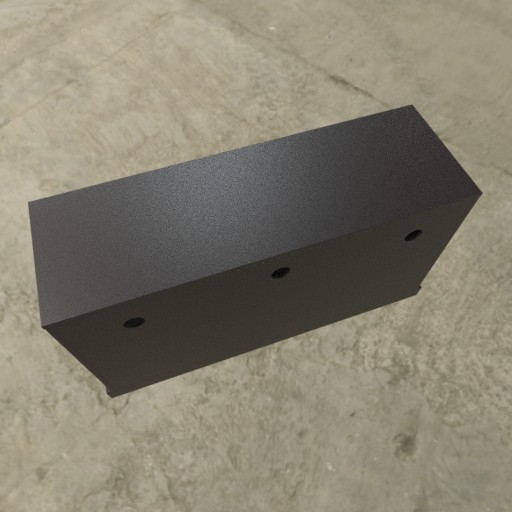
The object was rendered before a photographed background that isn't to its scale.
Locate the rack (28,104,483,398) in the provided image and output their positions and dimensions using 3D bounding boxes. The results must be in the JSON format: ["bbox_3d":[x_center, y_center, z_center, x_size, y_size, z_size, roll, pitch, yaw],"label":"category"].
[{"bbox_3d":[0.000,0.000,1.478,1.206,0.635,0.399,-17,60,-10],"label":"rack"}]
